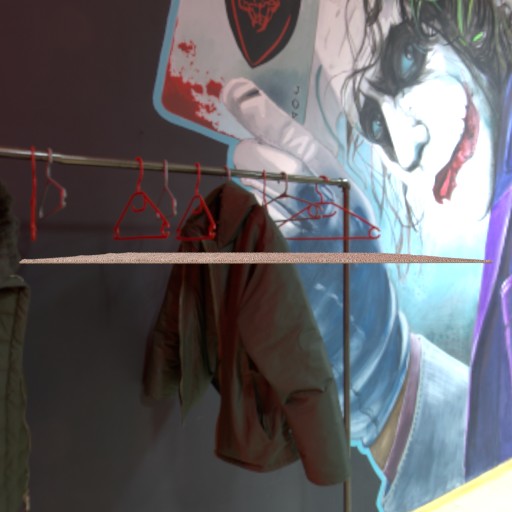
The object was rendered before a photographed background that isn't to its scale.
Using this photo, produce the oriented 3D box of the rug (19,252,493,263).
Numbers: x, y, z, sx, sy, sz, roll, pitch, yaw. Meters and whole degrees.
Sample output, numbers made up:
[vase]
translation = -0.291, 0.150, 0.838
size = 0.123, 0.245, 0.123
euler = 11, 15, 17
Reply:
[rug]
translation = 0.000, 0.000, 4.052
size = 3.052, 0.030, 2.429
euler = 0, 2, 0
